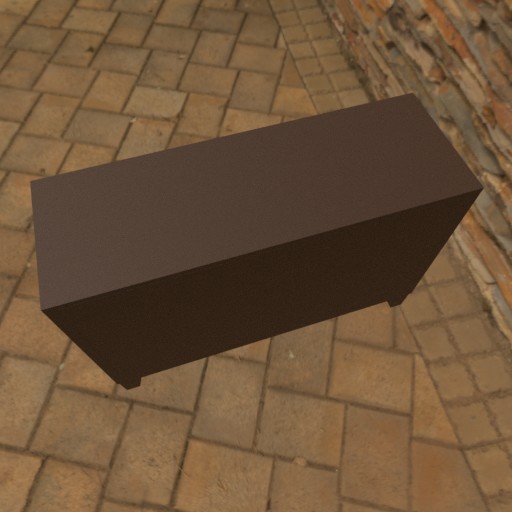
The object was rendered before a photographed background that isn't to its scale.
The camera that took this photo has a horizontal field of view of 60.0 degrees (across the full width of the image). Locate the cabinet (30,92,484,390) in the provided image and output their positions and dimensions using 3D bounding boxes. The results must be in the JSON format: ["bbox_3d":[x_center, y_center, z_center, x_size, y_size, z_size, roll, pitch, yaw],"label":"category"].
[{"bbox_3d":[0.000,0.000,1.834,1.396,0.914,0.482,-16,61,-9],"label":"cabinet"}]
